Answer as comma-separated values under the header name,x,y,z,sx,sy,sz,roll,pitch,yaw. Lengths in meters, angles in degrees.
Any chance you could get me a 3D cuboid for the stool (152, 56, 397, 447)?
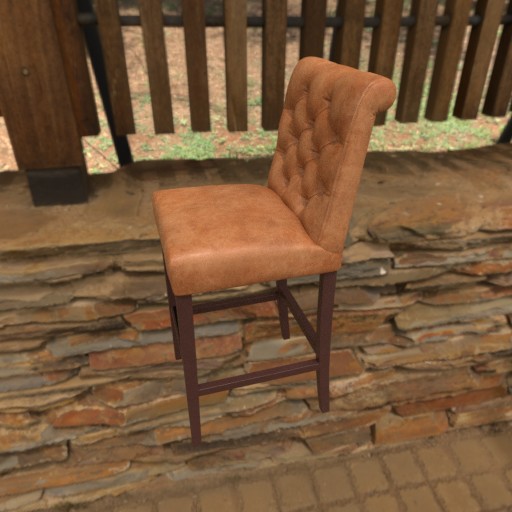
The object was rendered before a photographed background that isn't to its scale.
name,x,y,z,sx,sy,sz,roll,pitch,yaw
stool,0.000,0.000,1.449,0.601,1.140,0.493,-9,32,-14
